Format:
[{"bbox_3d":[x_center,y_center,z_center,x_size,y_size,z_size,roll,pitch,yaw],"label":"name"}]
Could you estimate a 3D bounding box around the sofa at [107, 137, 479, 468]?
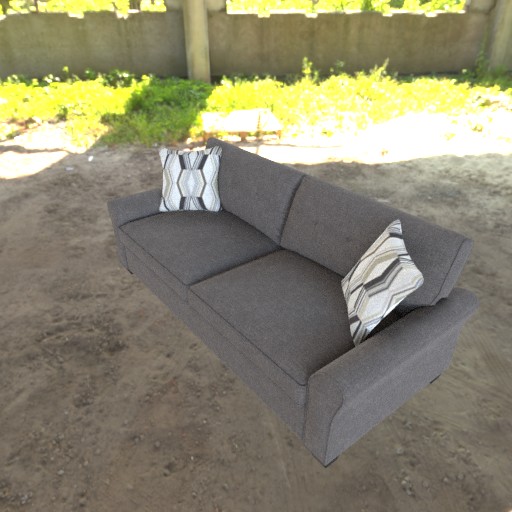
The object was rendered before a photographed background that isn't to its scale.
[{"bbox_3d":[0.000,0.000,2.415,0.889,0.813,2.032,-22,37,-32],"label":"sofa"}]
